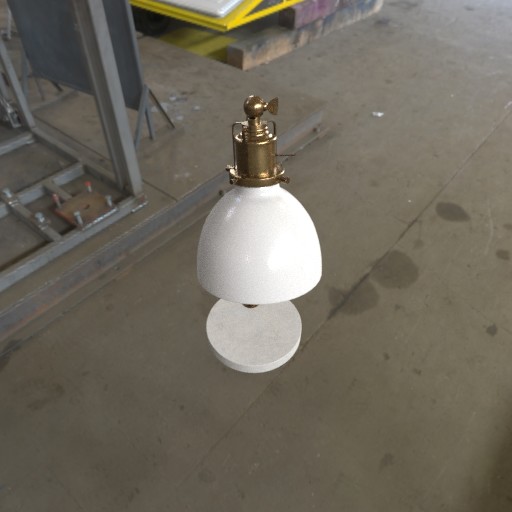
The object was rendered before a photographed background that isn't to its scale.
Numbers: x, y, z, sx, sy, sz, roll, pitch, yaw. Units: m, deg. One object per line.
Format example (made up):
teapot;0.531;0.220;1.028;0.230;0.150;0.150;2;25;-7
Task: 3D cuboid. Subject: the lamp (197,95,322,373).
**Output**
lamp;0.000;0.000;0.663;0.186;0.522;0.317;-4;46;-4
